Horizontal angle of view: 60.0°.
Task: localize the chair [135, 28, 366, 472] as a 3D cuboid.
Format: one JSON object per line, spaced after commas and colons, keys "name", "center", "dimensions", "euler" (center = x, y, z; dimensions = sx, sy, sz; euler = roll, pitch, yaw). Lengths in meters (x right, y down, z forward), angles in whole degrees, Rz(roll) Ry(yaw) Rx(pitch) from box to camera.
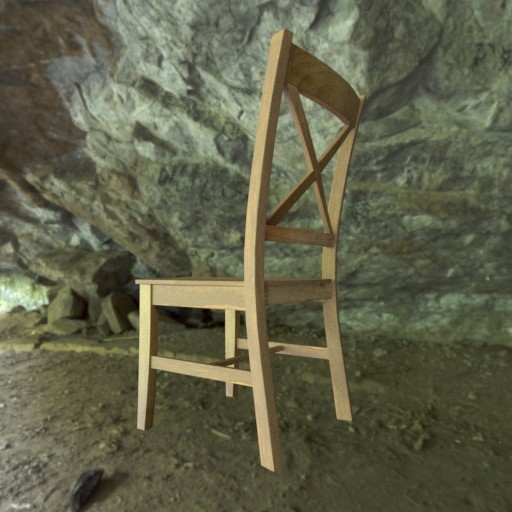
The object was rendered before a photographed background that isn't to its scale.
{"name": "chair", "center": [0.000, 0.000, 1.302], "dimensions": [0.542, 0.983, 0.485], "euler": [-1, -2, 35]}
